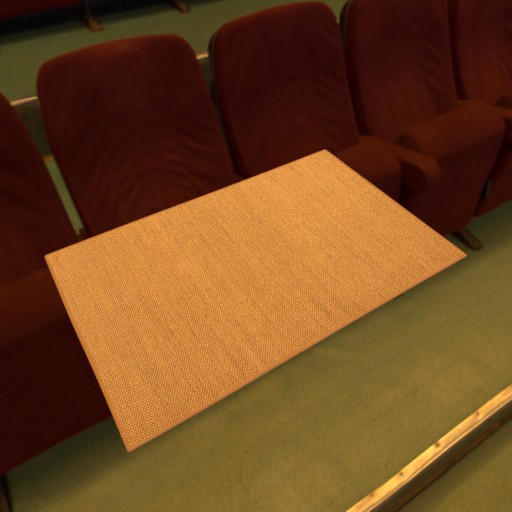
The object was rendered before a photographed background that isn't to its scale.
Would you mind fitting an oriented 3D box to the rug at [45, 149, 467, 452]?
[{"bbox_3d":[0.000,0.000,2.062,1.668,0.012,1.061,-25,51,-22],"label":"rug"}]
